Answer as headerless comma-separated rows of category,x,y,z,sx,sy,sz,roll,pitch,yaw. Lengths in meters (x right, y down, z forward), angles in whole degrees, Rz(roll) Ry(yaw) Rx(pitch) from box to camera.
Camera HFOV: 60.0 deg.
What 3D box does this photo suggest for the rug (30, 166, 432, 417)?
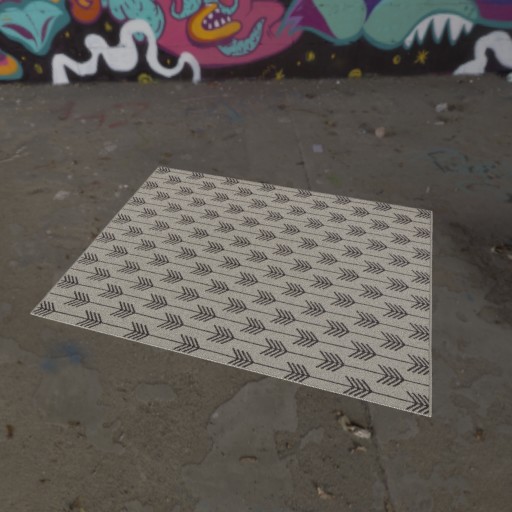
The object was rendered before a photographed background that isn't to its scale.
rug,0.000,0.000,4.020,3.061,0.010,2.330,11,44,12
